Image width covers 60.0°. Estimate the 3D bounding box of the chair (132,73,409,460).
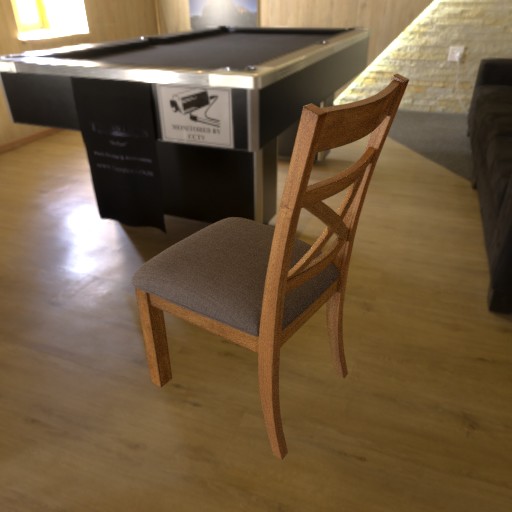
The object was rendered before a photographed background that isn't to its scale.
[{"bbox_3d":[0.000,0.000,1.237,0.581,0.949,0.470,21,37,31],"label":"chair"}]
